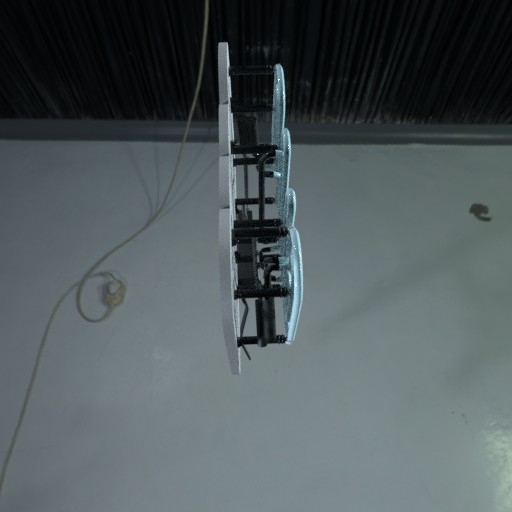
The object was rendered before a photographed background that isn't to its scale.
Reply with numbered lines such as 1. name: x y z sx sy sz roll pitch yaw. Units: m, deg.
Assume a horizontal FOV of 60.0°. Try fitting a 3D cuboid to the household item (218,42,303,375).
1. household item: 0.000 0.000 0.381 0.042 0.294 0.211 -2 63 -1
